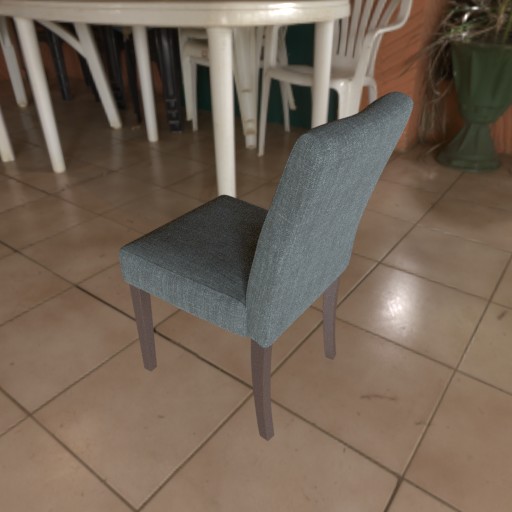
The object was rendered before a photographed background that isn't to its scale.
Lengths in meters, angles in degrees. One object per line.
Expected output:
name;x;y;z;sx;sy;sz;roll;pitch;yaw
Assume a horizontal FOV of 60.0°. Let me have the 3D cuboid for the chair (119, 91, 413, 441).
chair;0.000;0.000;1.252;0.629;0.884;0.487;21;37;30
